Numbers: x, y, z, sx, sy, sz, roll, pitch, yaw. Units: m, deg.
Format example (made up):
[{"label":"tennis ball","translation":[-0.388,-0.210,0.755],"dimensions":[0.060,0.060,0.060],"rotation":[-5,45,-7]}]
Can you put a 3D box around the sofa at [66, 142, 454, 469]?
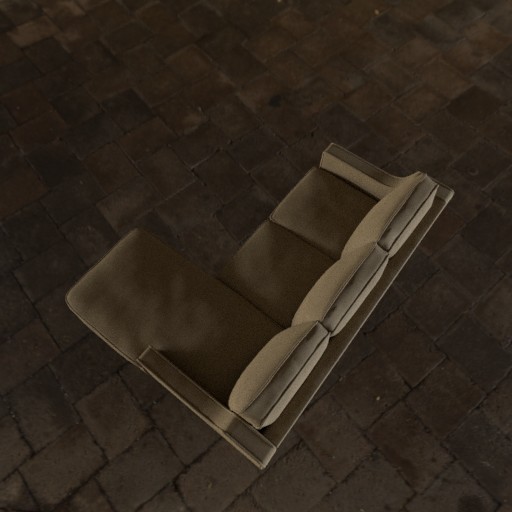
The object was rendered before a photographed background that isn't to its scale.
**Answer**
[{"label":"sofa","translation":[0.000,0.000,3.355],"dimensions":[1.858,1.066,2.317],"rotation":[35,68,16]}]
